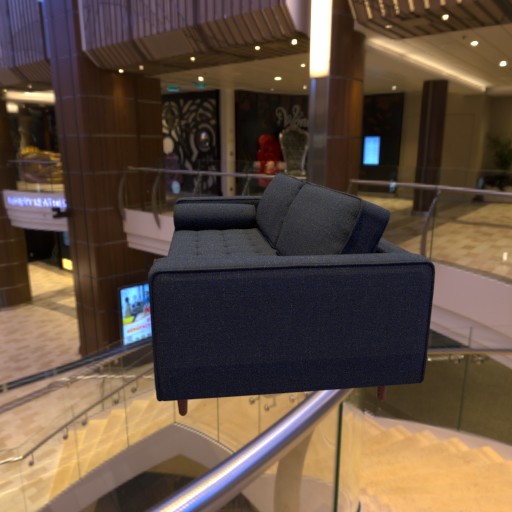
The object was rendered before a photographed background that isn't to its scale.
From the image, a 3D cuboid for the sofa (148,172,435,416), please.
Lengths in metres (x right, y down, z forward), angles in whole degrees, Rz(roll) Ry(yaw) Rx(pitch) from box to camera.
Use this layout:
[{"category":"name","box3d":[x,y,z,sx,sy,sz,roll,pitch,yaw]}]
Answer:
[{"category":"sofa","box3d":[0.000,0.000,2.273,0.914,0.762,1.880,-2,14,-7]}]
